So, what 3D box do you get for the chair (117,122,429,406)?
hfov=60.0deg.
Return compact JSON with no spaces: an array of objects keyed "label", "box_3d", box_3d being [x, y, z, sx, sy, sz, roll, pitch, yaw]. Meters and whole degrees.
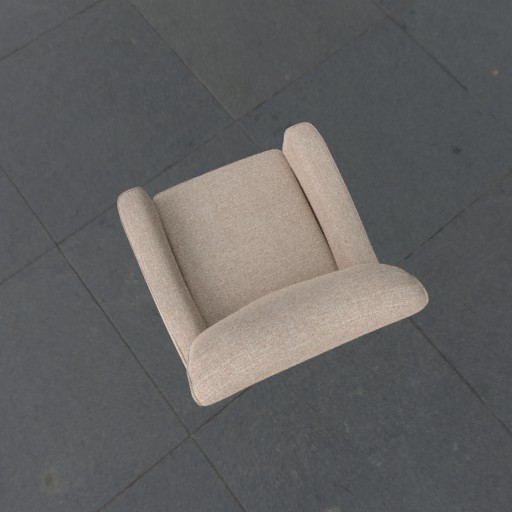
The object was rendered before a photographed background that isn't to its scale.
[{"label":"chair","box_3d":[0.000,0.000,1.707,0.841,1.028,0.858,-23,76,-6]}]
